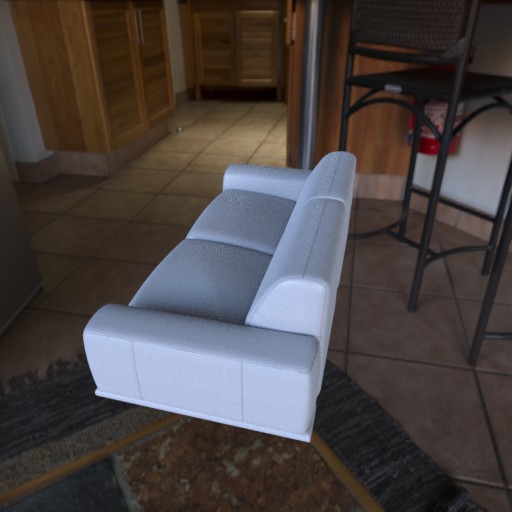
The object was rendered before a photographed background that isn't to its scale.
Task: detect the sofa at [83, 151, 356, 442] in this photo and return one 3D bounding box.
[{"bbox_3d":[0.000,0.000,2.387,0.900,0.772,1.901,8,32,12],"label":"sofa"}]
